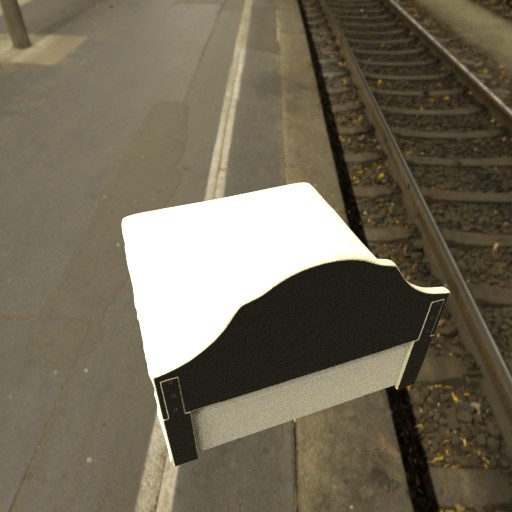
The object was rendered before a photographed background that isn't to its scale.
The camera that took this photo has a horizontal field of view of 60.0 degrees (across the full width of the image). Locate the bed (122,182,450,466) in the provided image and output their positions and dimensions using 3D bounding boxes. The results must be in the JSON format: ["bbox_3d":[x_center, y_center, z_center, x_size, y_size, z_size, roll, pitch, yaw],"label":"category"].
[{"bbox_3d":[0.000,0.000,3.517,2.012,1.555,2.086,-13,42,-15],"label":"bed"}]
